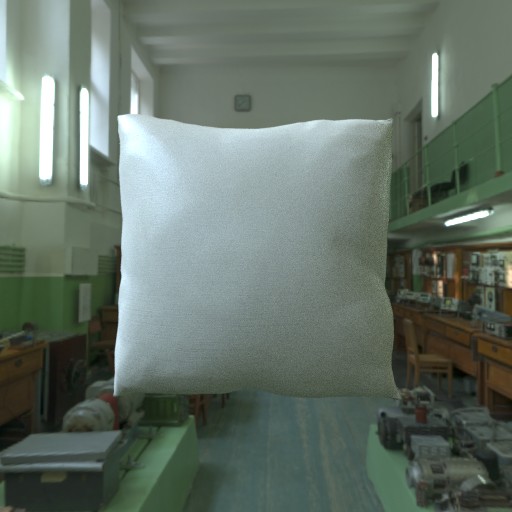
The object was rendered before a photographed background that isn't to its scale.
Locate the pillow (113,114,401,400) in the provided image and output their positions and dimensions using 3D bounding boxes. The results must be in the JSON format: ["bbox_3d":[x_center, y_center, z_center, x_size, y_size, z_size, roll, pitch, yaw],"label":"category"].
[{"bbox_3d":[0.000,0.000,0.692,0.450,0.448,0.245,0,-2,1],"label":"pillow"}]
